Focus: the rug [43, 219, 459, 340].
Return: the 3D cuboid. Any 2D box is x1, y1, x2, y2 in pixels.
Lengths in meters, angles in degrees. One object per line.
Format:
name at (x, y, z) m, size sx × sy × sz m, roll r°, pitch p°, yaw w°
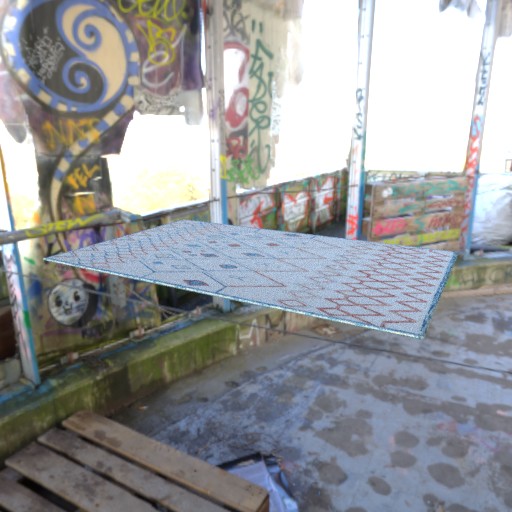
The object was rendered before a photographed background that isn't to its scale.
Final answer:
rug at (0.000, 0.000, 3.060) m, size 2.438 × 0.015 × 1.524 m, roll 9°, pitch 18°, yaw 28°
